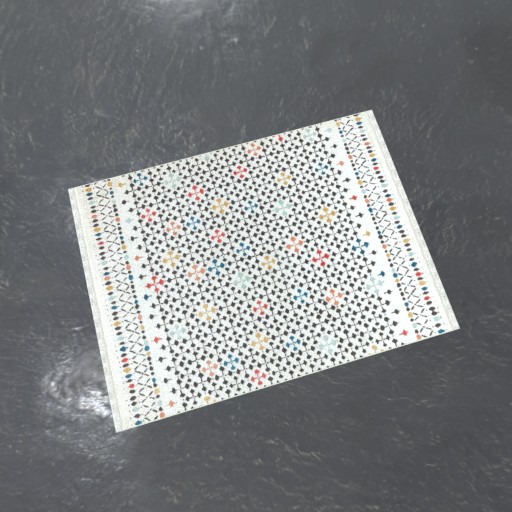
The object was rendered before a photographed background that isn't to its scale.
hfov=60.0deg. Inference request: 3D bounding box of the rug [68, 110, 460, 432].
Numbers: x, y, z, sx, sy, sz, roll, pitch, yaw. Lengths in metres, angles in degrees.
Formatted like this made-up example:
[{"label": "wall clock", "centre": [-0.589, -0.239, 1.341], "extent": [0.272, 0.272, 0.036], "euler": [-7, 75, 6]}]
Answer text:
[{"label": "rug", "centre": [0.000, 0.000, 4.222], "extent": [3.196, 0.007, 2.354], "euler": [-16, 76, -4]}]
